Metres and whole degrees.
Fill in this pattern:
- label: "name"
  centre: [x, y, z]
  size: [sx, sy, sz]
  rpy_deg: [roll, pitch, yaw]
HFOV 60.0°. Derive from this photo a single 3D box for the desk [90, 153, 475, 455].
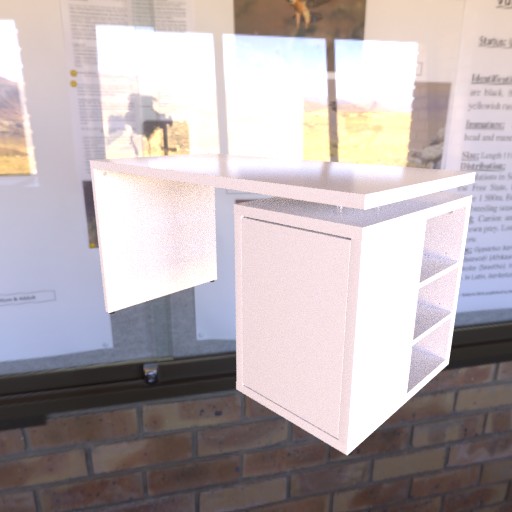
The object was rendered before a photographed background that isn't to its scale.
- label: "desk"
  centre: [0.000, 0.000, 1.838]
  size: [1.400, 0.740, 0.690]
  rpy_deg: [16, 23, 42]
